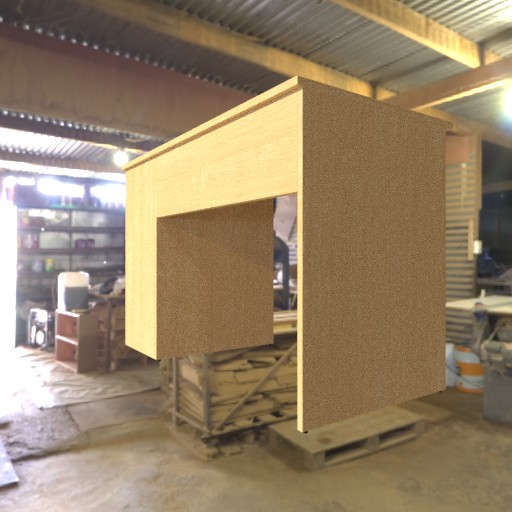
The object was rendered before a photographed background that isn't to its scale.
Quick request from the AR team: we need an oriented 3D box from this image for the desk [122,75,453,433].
[{"bbox_3d":[0.000,0.000,1.510,0.560,0.735,1.097,0,0,-35],"label":"desk"}]
